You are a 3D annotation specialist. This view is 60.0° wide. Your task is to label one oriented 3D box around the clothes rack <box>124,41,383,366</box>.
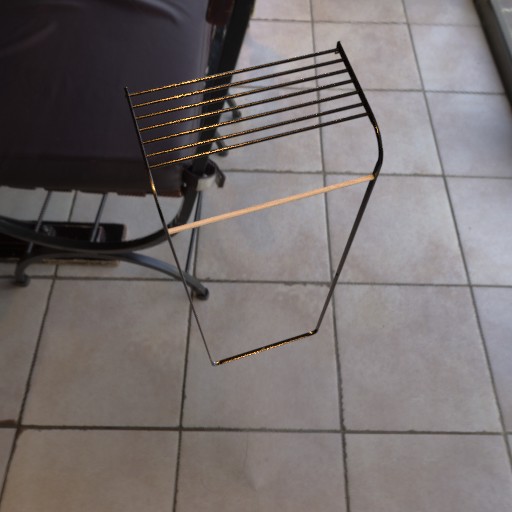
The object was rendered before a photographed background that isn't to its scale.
[{"bbox_3d":[0.000,0.000,1.803,0.609,1.574,0.349,-16,63,-8],"label":"clothes rack"}]
